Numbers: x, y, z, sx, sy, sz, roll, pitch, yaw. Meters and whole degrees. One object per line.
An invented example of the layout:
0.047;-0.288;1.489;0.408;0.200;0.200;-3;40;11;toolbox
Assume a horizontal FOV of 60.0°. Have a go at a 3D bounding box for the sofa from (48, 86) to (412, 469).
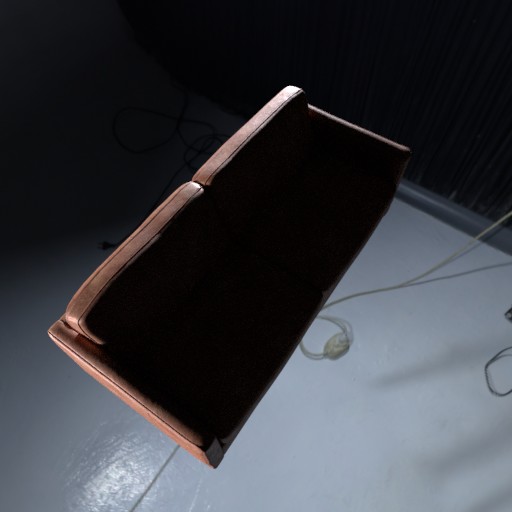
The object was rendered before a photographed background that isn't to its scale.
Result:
0.000;0.000;2.446;0.923;0.863;1.971;30;63;17;sofa
